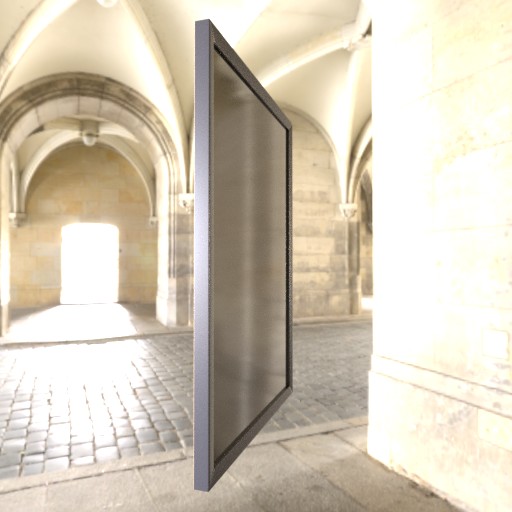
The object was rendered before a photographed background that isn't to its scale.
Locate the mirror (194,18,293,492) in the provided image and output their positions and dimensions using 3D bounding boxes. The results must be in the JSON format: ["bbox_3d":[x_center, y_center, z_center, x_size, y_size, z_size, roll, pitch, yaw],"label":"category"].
[{"bbox_3d":[0.000,0.000,1.318,0.040,1.016,0.762,0,-1,18],"label":"mirror"}]
